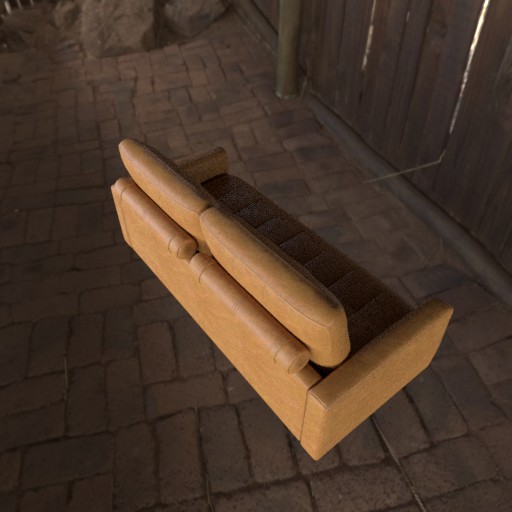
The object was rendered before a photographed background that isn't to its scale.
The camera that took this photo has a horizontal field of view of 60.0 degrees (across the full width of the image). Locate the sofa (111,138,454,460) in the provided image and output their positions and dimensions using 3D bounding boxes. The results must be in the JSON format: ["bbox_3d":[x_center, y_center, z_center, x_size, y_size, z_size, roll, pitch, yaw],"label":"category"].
[{"bbox_3d":[0.000,0.000,2.329,0.850,0.898,1.821,-28,49,-27],"label":"sofa"}]
